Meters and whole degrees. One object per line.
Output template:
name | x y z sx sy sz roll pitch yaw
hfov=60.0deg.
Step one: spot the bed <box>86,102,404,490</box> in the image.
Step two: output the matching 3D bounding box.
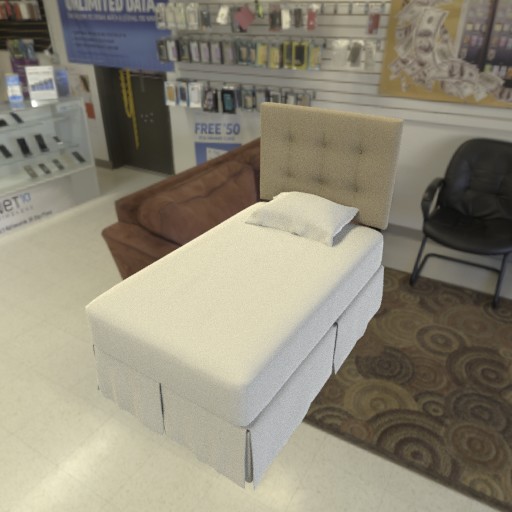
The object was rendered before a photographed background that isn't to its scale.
bed | 0.000 0.000 2.957 1.261 1.571 1.997 18 34 29
